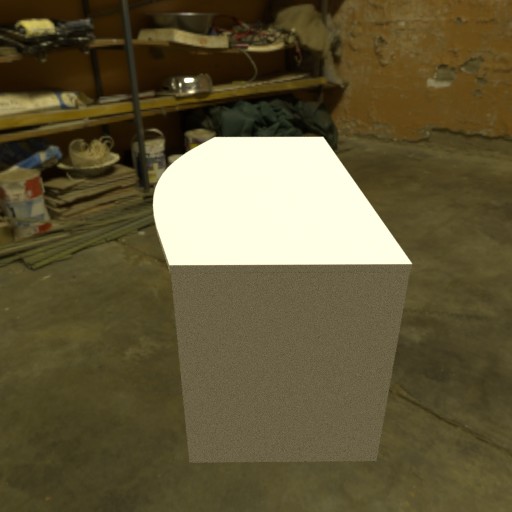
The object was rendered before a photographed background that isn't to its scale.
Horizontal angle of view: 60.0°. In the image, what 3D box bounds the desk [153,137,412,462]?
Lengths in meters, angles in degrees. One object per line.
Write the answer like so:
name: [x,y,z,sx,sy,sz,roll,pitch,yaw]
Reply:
desk: [0.000,0.000,2.038,0.802,0.750,1.600,0,27,-1]
